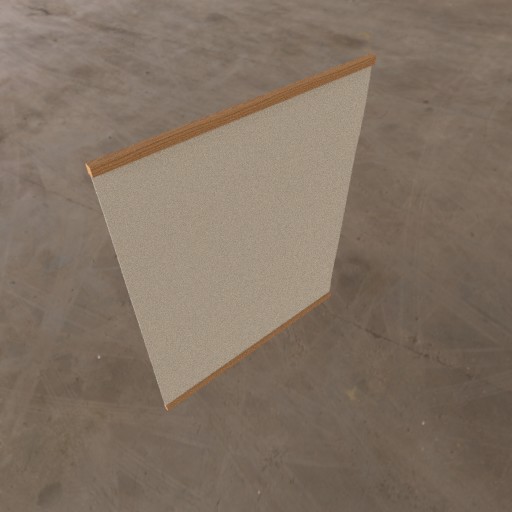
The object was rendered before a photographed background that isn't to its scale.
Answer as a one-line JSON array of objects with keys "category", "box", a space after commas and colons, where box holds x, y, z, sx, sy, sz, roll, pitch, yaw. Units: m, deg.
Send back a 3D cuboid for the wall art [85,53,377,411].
[{"category": "wall art", "box": [0.000, 0.000, 0.682, 0.404, 0.507, 0.010, -30, 53, -26]}]
